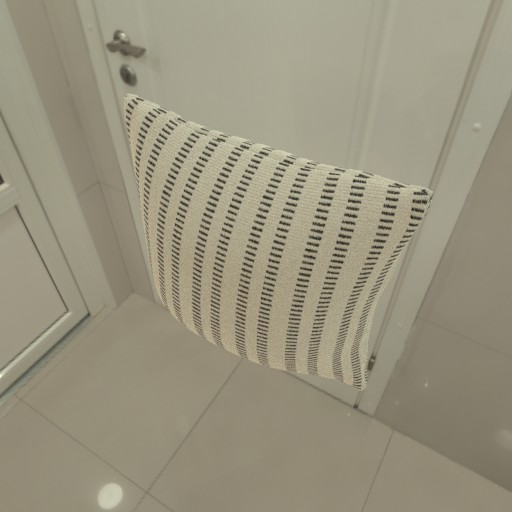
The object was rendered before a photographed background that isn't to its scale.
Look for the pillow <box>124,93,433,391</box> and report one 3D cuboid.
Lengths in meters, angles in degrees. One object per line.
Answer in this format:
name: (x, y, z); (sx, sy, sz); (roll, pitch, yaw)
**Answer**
pillow: (0.000, 0.000, 0.688); (0.438, 0.419, 0.247); (23, 50, 21)
